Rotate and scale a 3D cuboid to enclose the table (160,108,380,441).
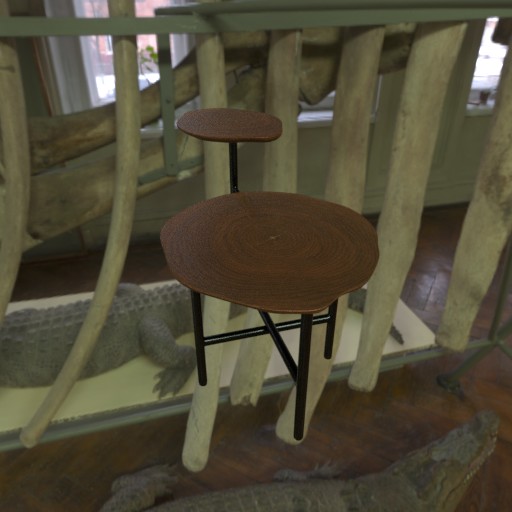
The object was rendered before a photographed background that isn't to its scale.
[{"bbox_3d":[0.000,0.000,1.062,0.442,0.538,0.759,-8,31,-14],"label":"table"}]
